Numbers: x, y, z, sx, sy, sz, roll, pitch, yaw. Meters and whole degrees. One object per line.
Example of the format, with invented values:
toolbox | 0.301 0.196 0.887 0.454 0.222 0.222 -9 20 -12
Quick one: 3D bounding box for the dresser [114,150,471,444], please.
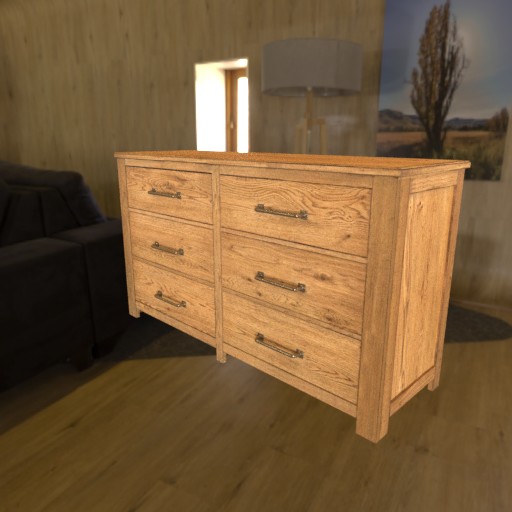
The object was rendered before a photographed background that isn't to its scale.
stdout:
dresser | 0.000 0.000 2.113 1.657 0.932 0.563 15 21 43
